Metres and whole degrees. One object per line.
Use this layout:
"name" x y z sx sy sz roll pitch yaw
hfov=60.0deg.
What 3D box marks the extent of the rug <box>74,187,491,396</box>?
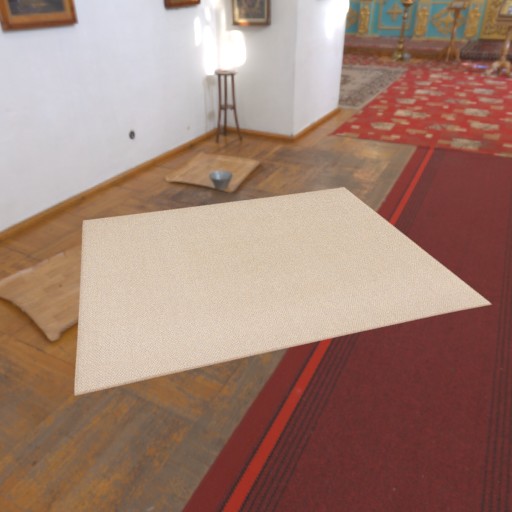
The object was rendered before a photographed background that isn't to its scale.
"rug" 0.000 0.000 4.028 3.039 0.018 2.462 -9 32 -15
